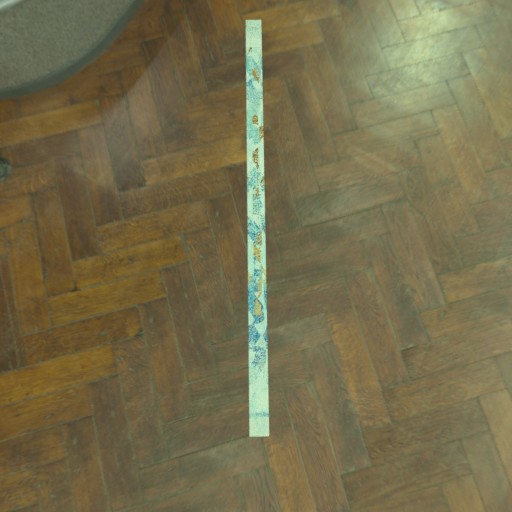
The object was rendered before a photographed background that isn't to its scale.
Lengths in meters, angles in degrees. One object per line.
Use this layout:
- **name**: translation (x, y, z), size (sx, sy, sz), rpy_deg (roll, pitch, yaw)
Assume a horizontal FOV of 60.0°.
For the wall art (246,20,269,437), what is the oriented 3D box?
- **wall art**: translation (0.000, 0.000, 1.374), size (0.040, 0.916, 0.916), rpy_deg (-1, 76, 0)
